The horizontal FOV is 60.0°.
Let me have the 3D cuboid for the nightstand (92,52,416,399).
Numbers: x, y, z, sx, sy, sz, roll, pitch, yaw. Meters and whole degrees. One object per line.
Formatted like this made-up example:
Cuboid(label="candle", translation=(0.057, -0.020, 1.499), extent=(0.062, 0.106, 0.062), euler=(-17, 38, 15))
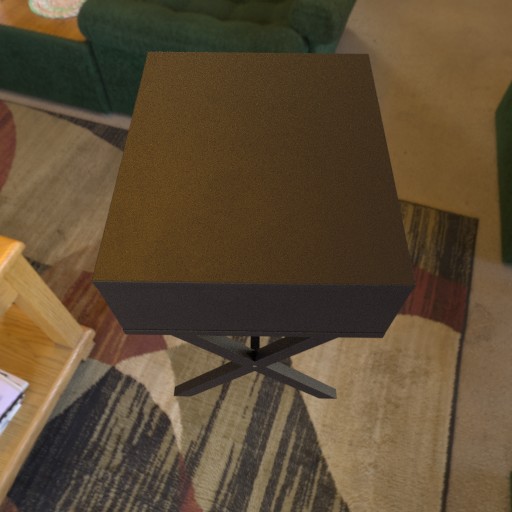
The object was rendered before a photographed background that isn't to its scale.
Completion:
Cuboid(label="nightstand", translation=(0.000, 0.000, 0.938), extent=(0.402, 0.623, 0.479), euler=(1, 57, 0))
